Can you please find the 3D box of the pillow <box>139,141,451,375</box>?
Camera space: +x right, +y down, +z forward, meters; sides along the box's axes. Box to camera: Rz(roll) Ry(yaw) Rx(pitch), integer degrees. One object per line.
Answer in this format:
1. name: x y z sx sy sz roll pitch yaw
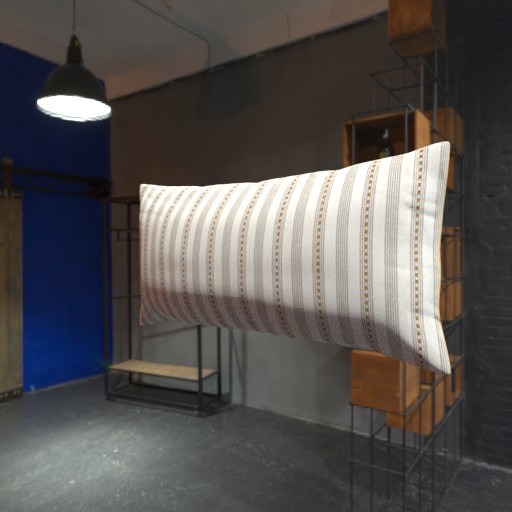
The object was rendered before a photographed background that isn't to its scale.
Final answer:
1. pillow: 0.000 0.000 0.733 0.608 0.291 0.151 1 1 37
